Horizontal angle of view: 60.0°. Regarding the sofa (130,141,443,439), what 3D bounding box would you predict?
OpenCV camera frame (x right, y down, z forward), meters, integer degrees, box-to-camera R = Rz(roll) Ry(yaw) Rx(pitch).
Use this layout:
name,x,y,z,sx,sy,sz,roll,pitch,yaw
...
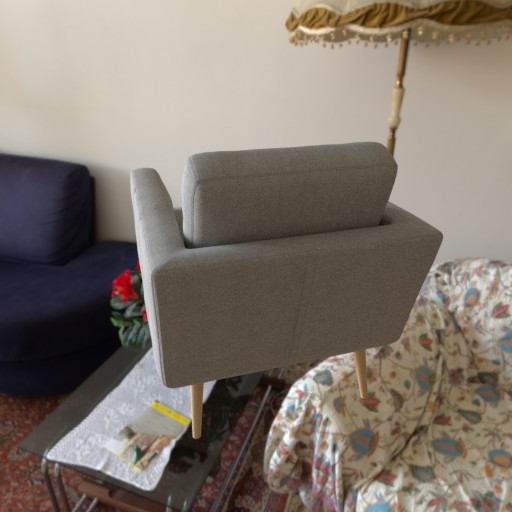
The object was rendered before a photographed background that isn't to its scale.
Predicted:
name,x,y,z,sx,sy,sz,roll,pitch,yaw
sofa,0.000,0.000,1.519,0.770,0.860,0.920,-7,27,-15
